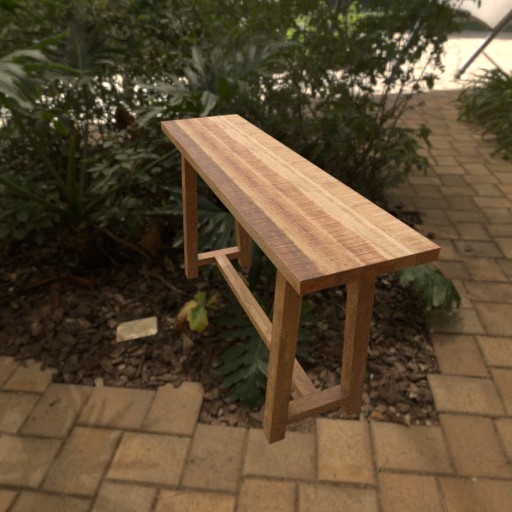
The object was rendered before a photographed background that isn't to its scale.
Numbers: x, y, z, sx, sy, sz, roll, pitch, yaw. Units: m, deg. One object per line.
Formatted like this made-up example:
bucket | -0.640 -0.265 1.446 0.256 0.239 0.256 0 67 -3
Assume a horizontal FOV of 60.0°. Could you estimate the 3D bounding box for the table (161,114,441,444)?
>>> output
table | 0.000 0.000 1.886 0.405 0.810 1.524 -12 33 -19
